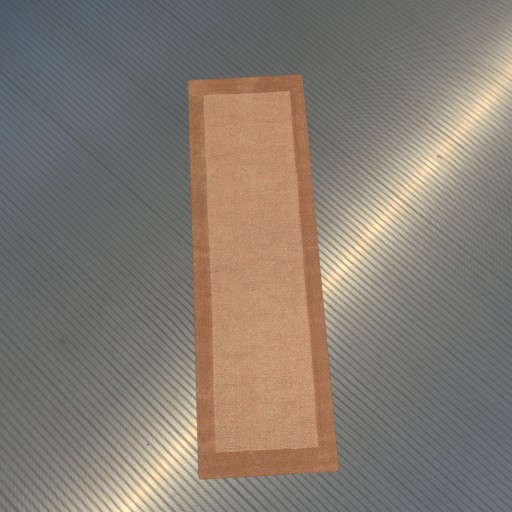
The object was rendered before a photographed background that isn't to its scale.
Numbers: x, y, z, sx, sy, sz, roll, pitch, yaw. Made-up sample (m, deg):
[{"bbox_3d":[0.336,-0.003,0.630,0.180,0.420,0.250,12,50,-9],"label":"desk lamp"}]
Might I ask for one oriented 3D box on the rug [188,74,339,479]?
[{"bbox_3d":[0.000,0.000,2.671,0.764,0.017,2.439,-3,77,-1],"label":"rug"}]
